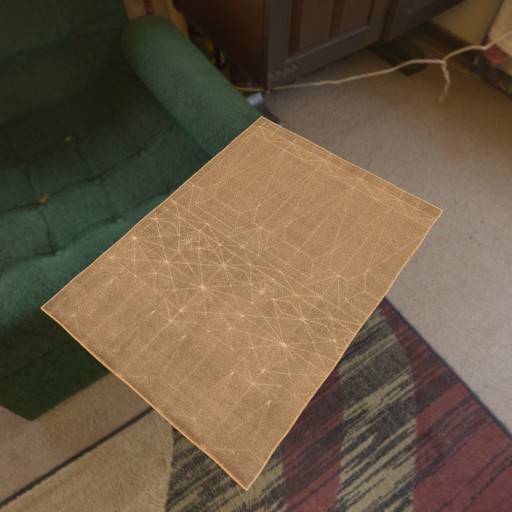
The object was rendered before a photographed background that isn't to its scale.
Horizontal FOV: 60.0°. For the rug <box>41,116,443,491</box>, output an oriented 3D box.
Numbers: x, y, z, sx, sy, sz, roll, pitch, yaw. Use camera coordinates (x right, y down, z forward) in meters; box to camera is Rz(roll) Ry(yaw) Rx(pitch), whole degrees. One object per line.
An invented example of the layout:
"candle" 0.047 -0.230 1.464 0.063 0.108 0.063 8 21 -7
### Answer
"rug" 0.000 0.000 4.399 2.449 0.019 3.357 33 63 19
